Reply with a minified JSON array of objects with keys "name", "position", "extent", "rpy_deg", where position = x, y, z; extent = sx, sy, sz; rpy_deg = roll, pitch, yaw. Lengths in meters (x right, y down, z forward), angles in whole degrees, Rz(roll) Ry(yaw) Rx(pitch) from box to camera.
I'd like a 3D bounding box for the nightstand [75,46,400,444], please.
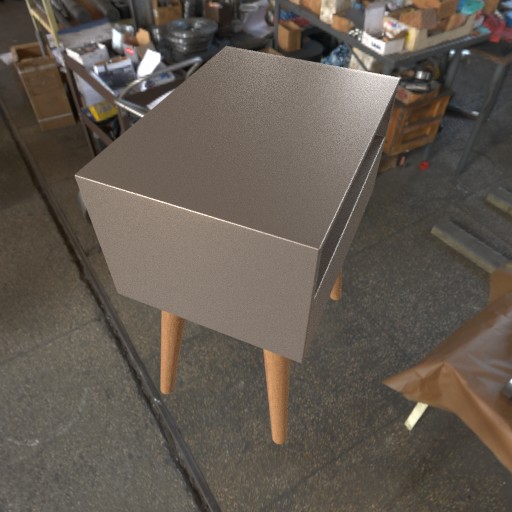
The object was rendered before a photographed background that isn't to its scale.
[{"name":"nightstand","position":[0.000,0.000,0.742],"extent":[0.288,0.508,0.370],"rpy_deg":[18,50,16]}]
